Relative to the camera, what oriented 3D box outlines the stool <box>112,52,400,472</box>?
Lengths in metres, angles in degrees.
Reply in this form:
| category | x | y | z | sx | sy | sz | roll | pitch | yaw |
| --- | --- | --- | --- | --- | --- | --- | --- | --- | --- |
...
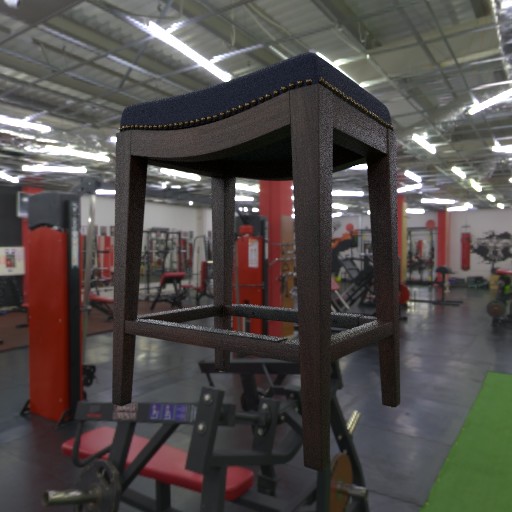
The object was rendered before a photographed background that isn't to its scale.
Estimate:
| category | x | y | z | sx | sy | sz | roll | pitch | yaw |
| --- | --- | --- | --- | --- | --- | --- | --- | --- | --- |
| stool | 0.000 | 0.000 | 0.942 | 0.500 | 0.642 | 0.361 | 1 | 1 | 36 |
